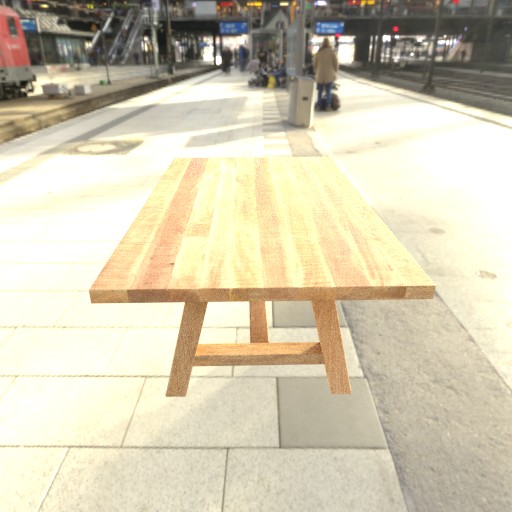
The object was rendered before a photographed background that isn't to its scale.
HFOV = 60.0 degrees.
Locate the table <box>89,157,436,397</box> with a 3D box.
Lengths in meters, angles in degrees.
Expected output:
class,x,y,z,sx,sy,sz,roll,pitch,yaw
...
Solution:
class,x,y,z,sx,sy,sz,roll,pitch,yaw
table,0.000,0.000,1.662,0.760,0.455,1.320,-1,25,-1
